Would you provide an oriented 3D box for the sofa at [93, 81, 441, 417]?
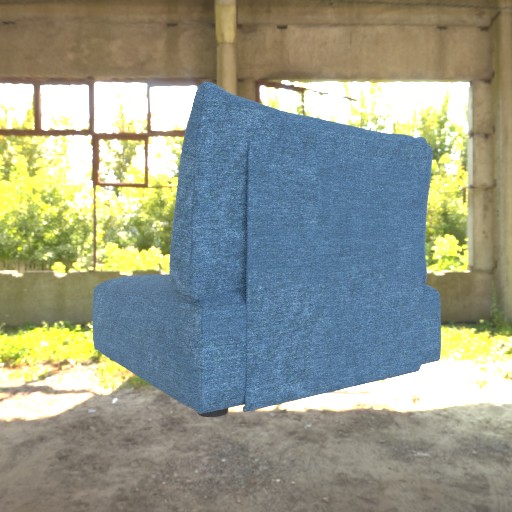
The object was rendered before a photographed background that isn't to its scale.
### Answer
[{"bbox_3d":[0.000,0.000,1.694,1.000,0.820,1.000,0,-1,-35],"label":"sofa"}]
